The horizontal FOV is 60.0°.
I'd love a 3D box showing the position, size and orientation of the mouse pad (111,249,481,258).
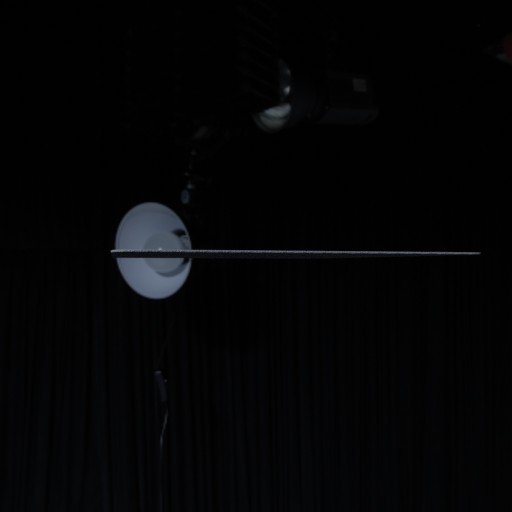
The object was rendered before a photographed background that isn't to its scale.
[{"bbox_3d":[0.000,0.000,0.636,0.393,0.002,0.451,0,-1,-18],"label":"mouse pad"}]
